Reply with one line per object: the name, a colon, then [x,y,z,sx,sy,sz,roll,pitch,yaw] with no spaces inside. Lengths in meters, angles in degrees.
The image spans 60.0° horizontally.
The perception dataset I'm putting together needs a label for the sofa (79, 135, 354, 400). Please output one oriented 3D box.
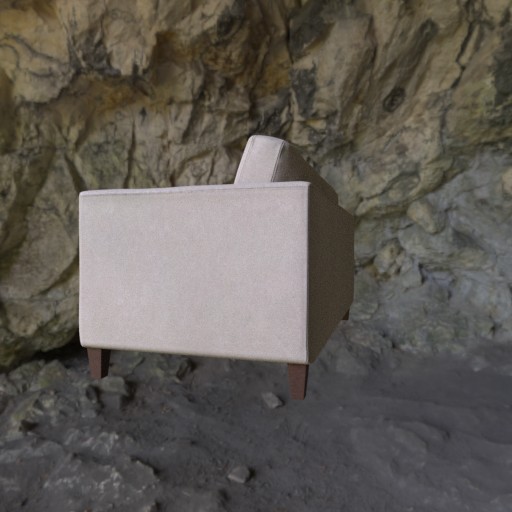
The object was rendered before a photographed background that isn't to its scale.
sofa: [0.000,0.000,2.462,0.950,0.940,1.846,0,1,17]
